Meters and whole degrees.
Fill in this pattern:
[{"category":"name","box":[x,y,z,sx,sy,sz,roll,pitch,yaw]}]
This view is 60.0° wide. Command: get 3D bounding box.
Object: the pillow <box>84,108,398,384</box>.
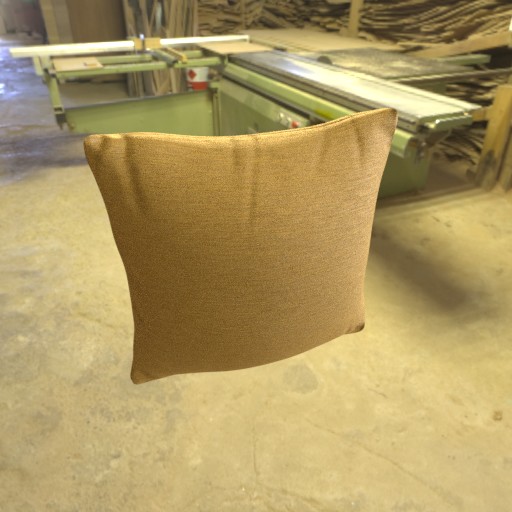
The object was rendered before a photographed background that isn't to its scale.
[{"category":"pillow","box":[0.000,0.000,0.686,0.435,0.417,0.247,-10,33,-16]}]
